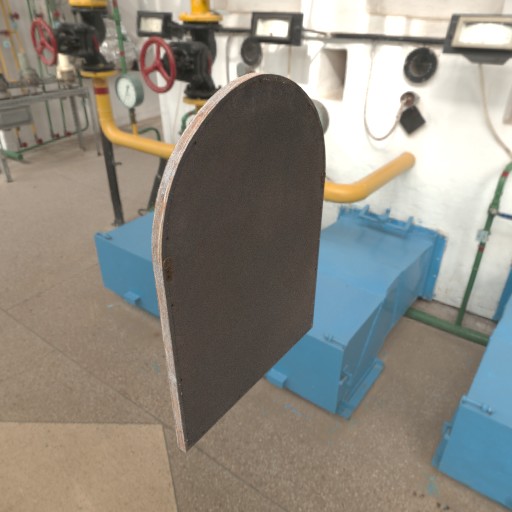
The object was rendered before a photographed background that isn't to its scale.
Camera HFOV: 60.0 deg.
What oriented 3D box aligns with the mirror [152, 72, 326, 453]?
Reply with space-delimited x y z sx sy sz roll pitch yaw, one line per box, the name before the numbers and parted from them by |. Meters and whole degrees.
mirror | 0.000 0.000 1.197 0.032 0.920 0.660 21 37 31
